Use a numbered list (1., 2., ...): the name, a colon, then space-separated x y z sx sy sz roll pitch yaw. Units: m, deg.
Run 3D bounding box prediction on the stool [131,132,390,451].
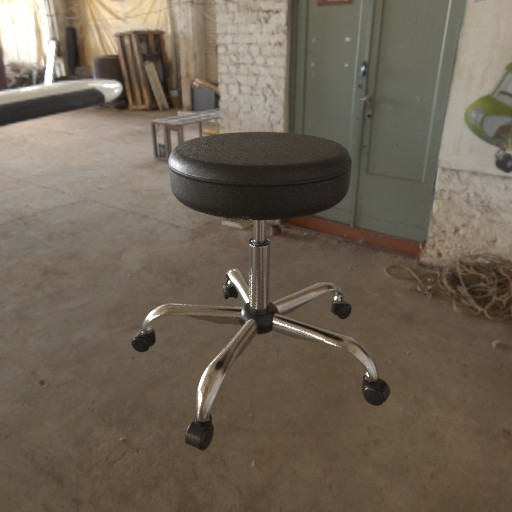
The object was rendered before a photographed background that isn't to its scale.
1. stool: 0.000 0.000 1.137 0.673 0.576 0.638 -7 26 -16
